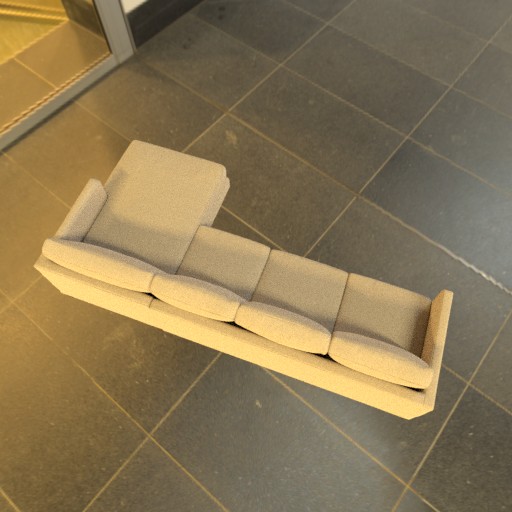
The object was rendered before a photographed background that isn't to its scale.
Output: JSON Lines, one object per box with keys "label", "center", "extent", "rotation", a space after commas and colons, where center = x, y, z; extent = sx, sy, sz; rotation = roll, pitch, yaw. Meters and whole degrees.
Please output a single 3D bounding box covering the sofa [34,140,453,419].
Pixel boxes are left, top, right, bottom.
{"label": "sofa", "center": [0.000, 0.000, 3.816], "extent": [3.186, 0.861, 1.625], "rotation": [18, 65, 9]}
